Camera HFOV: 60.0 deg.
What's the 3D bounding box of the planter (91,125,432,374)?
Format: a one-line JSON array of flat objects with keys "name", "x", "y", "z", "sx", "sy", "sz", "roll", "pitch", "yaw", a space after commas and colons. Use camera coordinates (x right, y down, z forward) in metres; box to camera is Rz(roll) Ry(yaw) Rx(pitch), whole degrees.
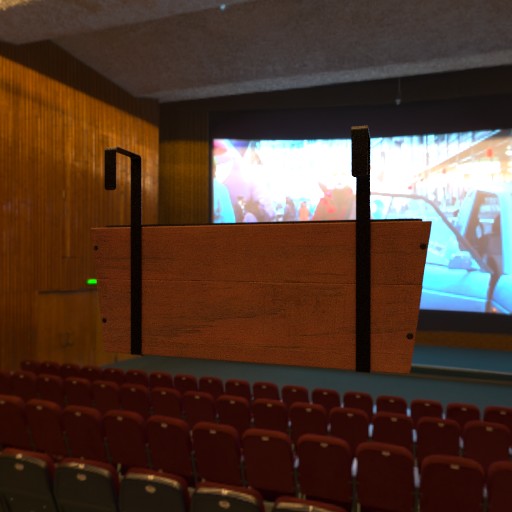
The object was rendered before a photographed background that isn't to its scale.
[{"name": "planter", "x": 0.000, "y": 0.000, "z": 0.661, "sx": 0.480, "sy": 0.289, "sz": 0.262, "roll": 0, "pitch": 0, "yaw": 17}]
